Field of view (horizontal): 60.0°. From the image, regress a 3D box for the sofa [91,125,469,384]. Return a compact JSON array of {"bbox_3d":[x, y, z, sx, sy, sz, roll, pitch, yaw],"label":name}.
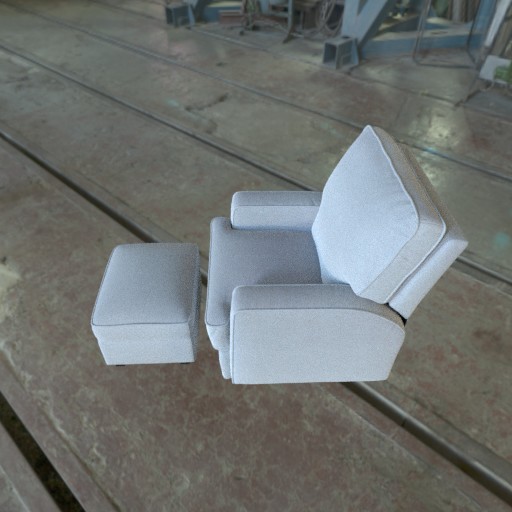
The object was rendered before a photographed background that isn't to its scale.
[{"bbox_3d":[0.000,0.000,2.040,1.472,0.959,0.861,-1,41,-2],"label":"sofa"}]
